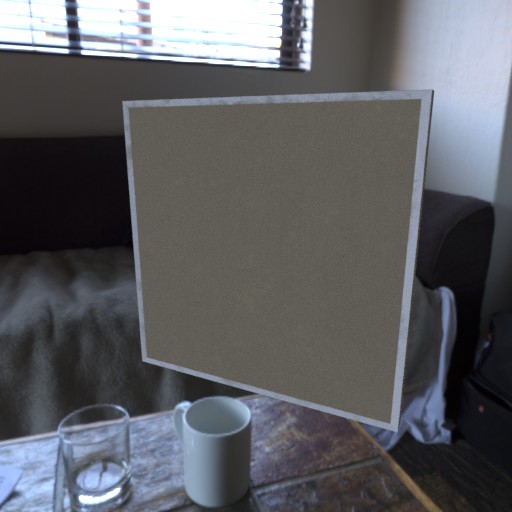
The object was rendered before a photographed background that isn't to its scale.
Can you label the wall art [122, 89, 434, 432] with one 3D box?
[{"bbox_3d":[0.000,0.000,1.117,0.760,0.757,0.038,8,17,25],"label":"wall art"}]
